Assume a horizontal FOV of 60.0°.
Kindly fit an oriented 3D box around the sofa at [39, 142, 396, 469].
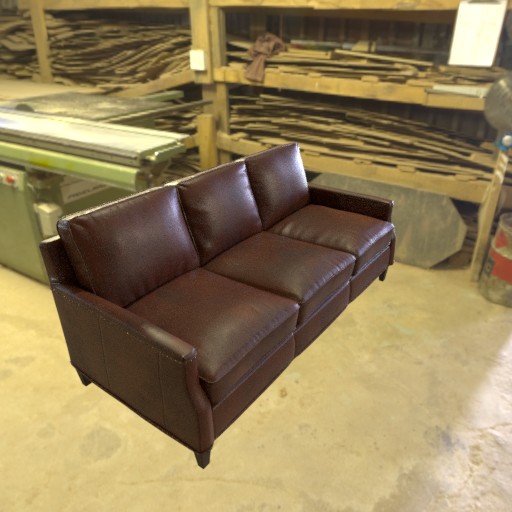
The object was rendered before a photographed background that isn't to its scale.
[{"bbox_3d":[0.000,0.000,2.814,1.084,1.003,2.240,19,32,32],"label":"sofa"}]
